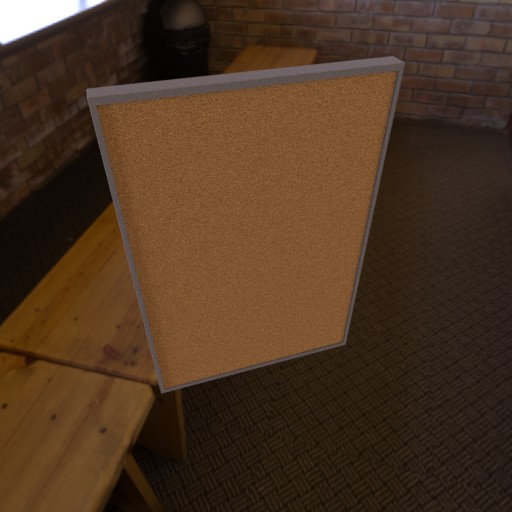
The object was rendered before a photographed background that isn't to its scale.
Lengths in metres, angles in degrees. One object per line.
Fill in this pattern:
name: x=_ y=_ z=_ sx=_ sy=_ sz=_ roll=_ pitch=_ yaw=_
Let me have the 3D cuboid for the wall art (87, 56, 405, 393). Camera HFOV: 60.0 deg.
wall art: x=0.000 y=0.000 z=0.943 sx=0.511 sy=0.753 sz=0.039 roll=-12 pitch=42 yaw=-13
